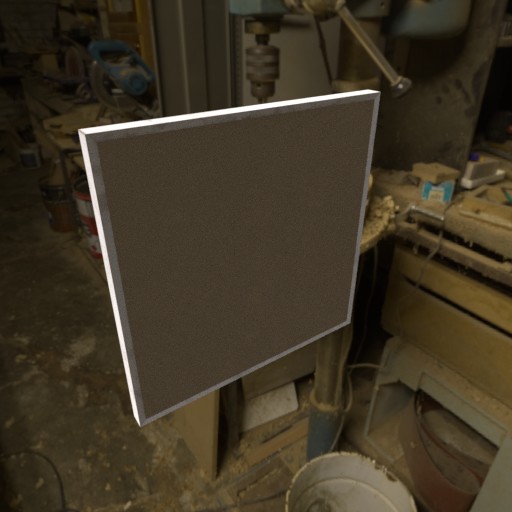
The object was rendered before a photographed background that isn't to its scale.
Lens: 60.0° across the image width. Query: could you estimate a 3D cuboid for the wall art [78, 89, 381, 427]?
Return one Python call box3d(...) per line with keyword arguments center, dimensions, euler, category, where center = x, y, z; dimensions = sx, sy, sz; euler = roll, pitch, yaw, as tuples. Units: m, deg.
box3d(center=(0.000, 0.000, 0.780), dimensions=(0.508, 0.506, 0.029), euler=(-19, 35, -30), category="wall art")
